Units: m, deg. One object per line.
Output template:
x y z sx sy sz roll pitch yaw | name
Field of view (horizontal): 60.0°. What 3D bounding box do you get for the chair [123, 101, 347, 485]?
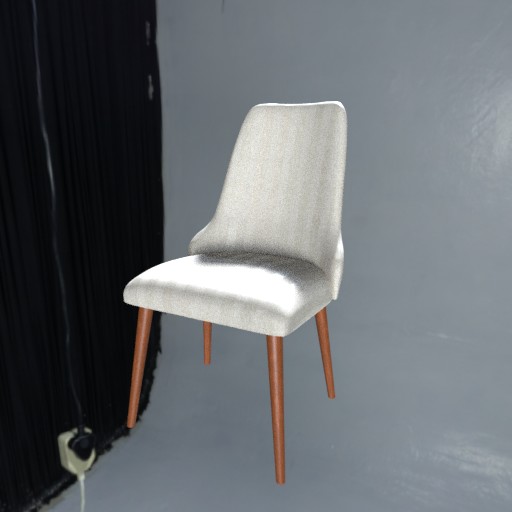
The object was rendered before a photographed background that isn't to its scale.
0.000 0.000 1.345 0.526 0.917 0.684 8 17 26 | chair
